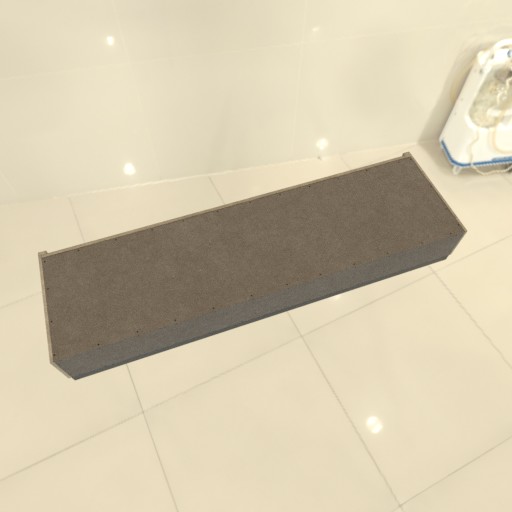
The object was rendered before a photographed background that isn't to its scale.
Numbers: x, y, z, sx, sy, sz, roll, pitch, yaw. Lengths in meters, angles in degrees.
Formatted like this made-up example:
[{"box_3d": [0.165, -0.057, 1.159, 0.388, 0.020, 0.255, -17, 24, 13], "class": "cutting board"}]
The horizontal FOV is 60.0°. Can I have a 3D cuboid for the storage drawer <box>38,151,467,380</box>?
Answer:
[{"box_3d": [0.000, 0.000, 2.334, 2.072, 0.274, 0.591, -17, 60, -10], "class": "storage drawer"}]
